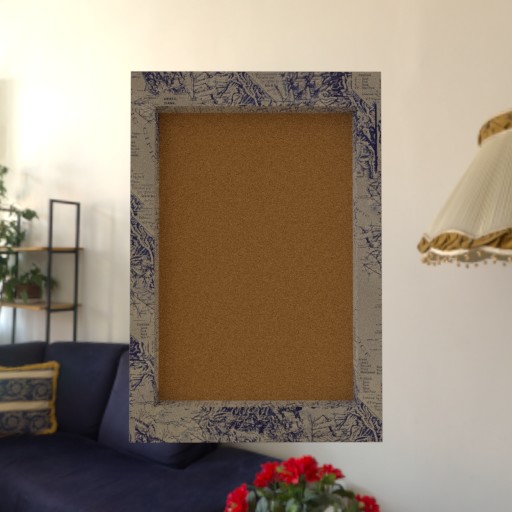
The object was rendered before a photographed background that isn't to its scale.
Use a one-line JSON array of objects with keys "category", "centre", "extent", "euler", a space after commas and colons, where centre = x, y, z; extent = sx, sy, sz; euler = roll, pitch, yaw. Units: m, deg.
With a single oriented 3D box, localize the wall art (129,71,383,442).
[{"category": "wall art", "centre": [0.000, 0.000, 0.736], "extent": [0.408, 0.601, 0.040], "euler": [0, -1, 0]}]
